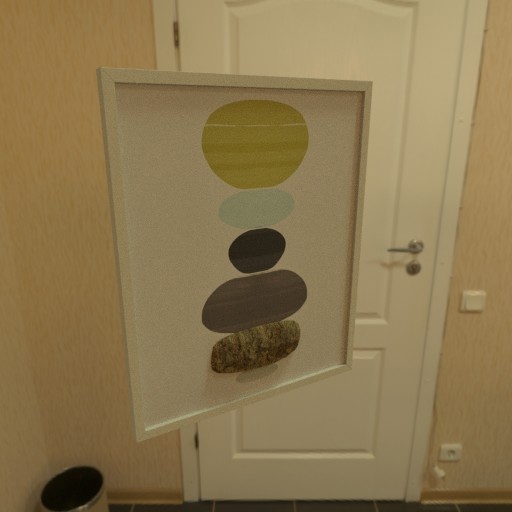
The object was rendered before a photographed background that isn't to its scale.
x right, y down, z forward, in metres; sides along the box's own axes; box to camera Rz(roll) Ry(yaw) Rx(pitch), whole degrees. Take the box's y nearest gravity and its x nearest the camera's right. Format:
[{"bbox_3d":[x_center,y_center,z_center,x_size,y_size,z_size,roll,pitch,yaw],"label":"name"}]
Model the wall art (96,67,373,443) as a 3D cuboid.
[{"bbox_3d":[0.000,0.000,1.010,0.611,0.763,0.055,-9,20,-28],"label":"wall art"}]
